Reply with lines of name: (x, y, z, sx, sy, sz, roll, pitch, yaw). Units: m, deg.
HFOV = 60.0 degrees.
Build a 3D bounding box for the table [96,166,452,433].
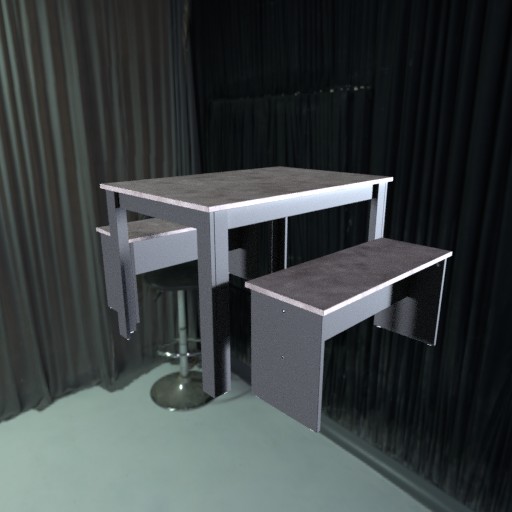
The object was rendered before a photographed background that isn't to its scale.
table: (0.000, 0.000, 2.066, 1.100, 0.700, 1.443, -16, 23, -42)
